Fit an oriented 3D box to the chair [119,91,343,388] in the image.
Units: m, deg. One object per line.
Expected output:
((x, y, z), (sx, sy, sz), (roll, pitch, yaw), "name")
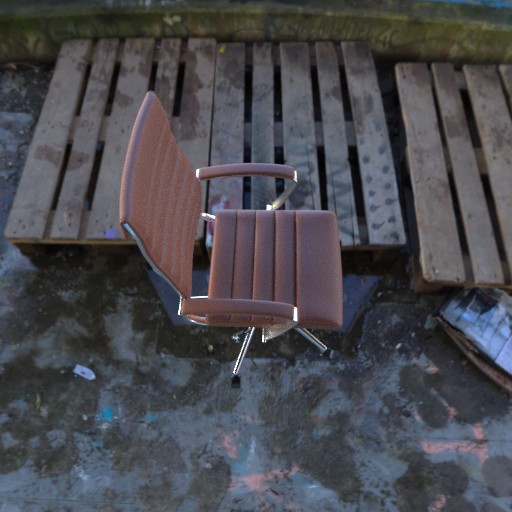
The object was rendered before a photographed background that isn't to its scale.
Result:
((0.000, 0.000, 1.657), (0.739, 1.149, 0.766), (2, 63, 1), "chair")
